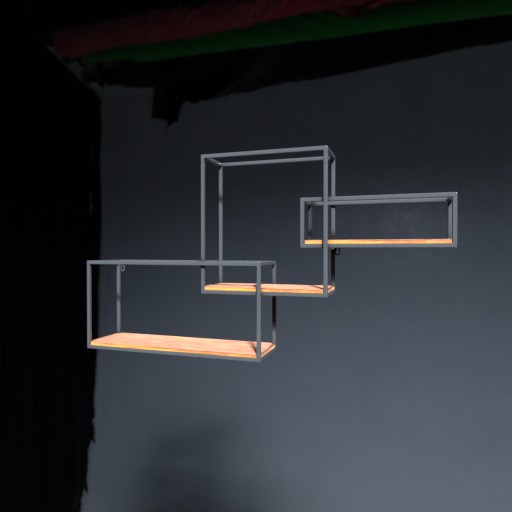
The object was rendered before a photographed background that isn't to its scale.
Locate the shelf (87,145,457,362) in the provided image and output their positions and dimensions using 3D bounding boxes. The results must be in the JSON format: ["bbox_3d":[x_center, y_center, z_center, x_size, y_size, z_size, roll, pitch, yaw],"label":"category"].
[{"bbox_3d":[0.000,0.000,2.169,1.781,0.972,0.275,0,1,19],"label":"shelf"}]
